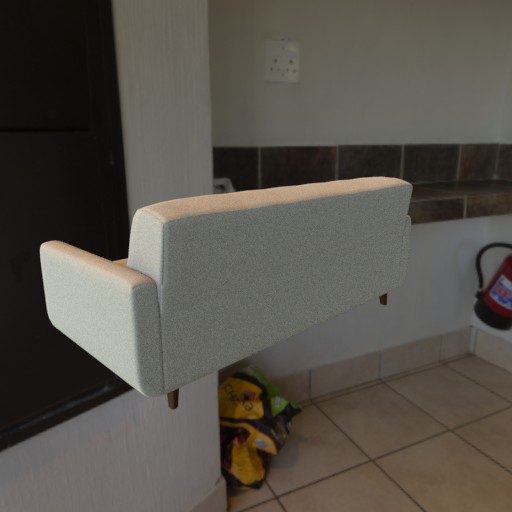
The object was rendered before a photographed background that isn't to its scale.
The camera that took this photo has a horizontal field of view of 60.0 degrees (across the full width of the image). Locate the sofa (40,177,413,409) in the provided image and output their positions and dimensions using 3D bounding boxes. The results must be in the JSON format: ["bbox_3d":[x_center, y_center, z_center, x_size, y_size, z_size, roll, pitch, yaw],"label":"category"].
[{"bbox_3d":[0.000,0.000,2.660,2.137,0.892,0.980,-14,21,-42],"label":"sofa"}]
